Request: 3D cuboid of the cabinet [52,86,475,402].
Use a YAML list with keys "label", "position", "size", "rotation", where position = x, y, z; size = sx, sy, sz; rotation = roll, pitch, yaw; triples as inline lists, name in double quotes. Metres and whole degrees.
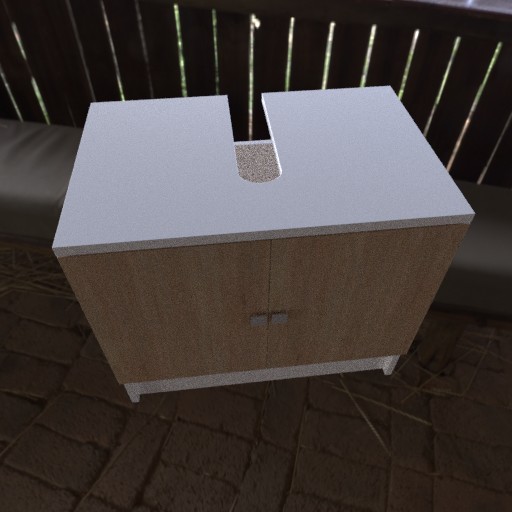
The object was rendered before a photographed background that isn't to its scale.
- label: "cabinet"
  position: [0.000, 0.000, 0.943]
  size: [0.600, 0.522, 0.400]
  rotation: [-5, 48, -4]
